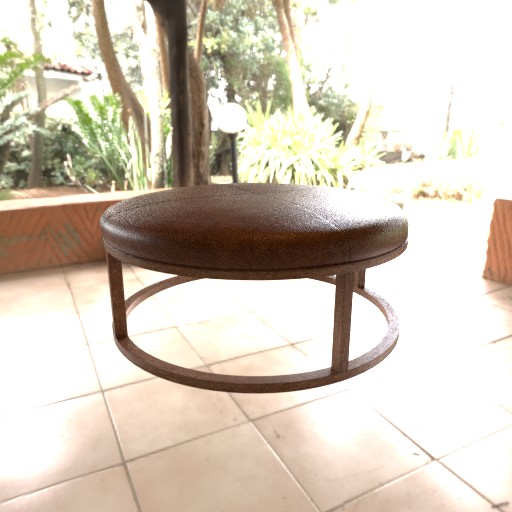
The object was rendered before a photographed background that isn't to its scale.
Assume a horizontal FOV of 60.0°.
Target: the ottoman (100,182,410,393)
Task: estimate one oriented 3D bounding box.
[{"bbox_3d":[0.000,0.000,1.550,1.006,0.445,1.006,0,16,0],"label":"ottoman"}]
